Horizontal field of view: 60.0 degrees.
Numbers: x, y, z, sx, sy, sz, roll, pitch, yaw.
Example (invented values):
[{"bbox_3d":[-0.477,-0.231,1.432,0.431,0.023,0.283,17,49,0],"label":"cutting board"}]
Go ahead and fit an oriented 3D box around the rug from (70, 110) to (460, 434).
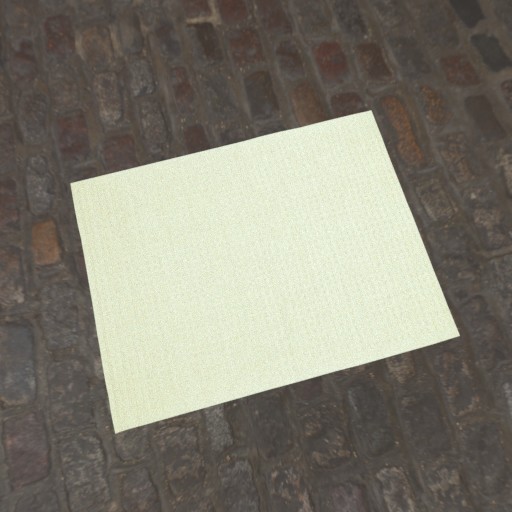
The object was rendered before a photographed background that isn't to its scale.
[{"bbox_3d":[0.000,0.000,4.257,3.204,0.016,2.452,-15,75,-4],"label":"rug"}]
